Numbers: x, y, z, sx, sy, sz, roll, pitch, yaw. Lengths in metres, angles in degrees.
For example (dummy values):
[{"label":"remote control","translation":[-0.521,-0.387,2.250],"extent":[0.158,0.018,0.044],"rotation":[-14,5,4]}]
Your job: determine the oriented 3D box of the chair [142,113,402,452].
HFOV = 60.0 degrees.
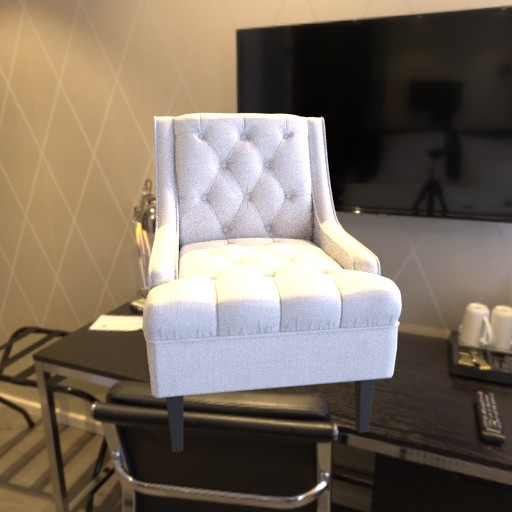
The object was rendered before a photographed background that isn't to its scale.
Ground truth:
[{"label":"chair","translation":[0.000,0.000,1.405],"extent":[0.658,0.891,0.772],"rotation":[-2,16,-8]}]
